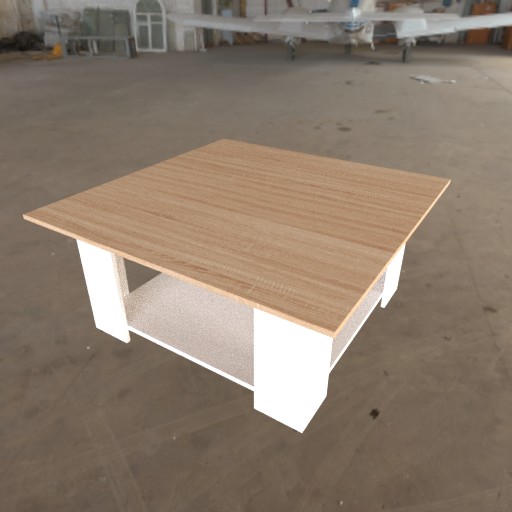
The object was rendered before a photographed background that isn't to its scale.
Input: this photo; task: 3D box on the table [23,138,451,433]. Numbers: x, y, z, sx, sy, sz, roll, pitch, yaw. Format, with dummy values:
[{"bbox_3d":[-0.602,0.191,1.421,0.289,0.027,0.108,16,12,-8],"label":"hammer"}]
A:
[{"bbox_3d":[0.000,0.000,1.041,0.670,0.305,0.670,18,34,28],"label":"table"}]
